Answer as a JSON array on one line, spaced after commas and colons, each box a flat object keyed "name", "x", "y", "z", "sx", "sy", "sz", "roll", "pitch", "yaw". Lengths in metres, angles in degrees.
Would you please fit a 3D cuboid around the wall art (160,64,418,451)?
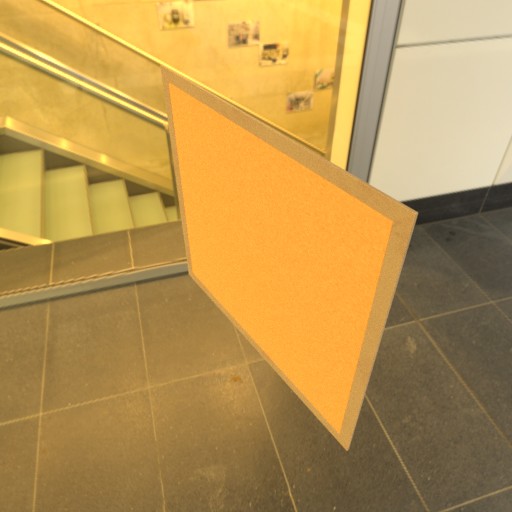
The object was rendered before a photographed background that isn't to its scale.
[{"name": "wall art", "x": 0.000, "y": 0.000, "z": 1.640, "sx": 0.025, "sy": 1.067, "sz": 1.168, "roll": -26, "pitch": 47, "yaw": -26}]
